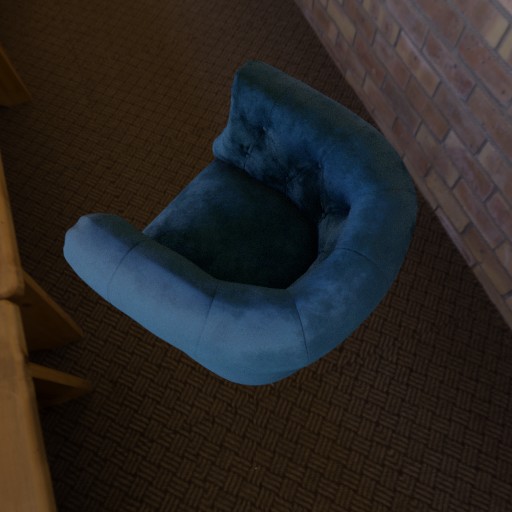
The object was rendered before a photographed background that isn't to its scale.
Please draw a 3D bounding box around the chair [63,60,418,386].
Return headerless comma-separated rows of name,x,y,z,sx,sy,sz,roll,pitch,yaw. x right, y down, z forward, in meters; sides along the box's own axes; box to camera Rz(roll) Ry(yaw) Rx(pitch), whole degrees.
chair,0.000,0.000,1.546,0.851,0.826,0.904,34,69,15
